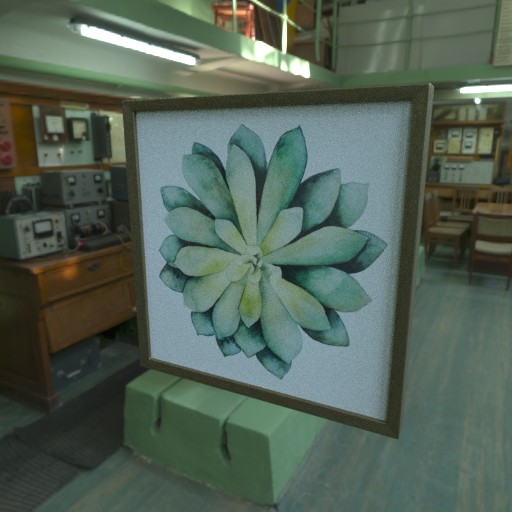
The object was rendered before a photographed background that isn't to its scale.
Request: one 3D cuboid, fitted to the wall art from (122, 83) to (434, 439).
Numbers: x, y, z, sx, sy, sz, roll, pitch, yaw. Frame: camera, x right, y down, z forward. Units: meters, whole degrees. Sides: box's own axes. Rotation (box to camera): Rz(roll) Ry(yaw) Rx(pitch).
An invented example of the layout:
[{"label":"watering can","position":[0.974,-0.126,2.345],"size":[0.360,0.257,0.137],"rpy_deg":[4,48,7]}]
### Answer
[{"label":"wall art","position":[0.000,0.000,0.736],"size":[0.503,0.506,0.040],"rpy_deg":[7,16,26]}]
